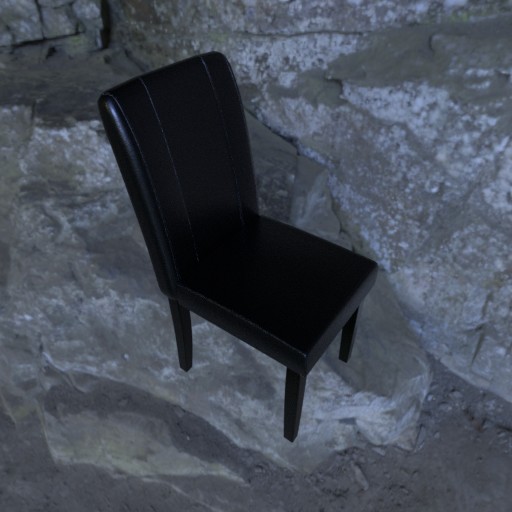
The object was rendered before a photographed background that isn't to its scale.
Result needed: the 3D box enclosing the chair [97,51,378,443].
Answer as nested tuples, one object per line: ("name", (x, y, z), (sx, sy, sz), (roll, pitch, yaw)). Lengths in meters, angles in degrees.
("chair", (0.000, 0.000, 1.201), (0.556, 0.897, 0.399), (25, 46, 26))
